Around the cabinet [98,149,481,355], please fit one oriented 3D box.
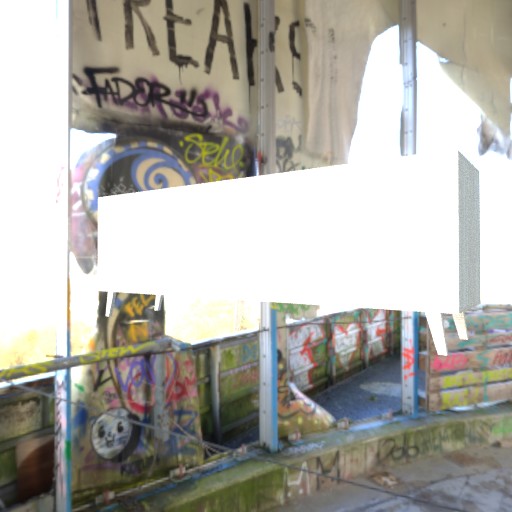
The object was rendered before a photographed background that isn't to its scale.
[{"bbox_3d":[0.000,0.000,2.488,2.200,0.780,0.500,0,-1,35],"label":"cabinet"}]
